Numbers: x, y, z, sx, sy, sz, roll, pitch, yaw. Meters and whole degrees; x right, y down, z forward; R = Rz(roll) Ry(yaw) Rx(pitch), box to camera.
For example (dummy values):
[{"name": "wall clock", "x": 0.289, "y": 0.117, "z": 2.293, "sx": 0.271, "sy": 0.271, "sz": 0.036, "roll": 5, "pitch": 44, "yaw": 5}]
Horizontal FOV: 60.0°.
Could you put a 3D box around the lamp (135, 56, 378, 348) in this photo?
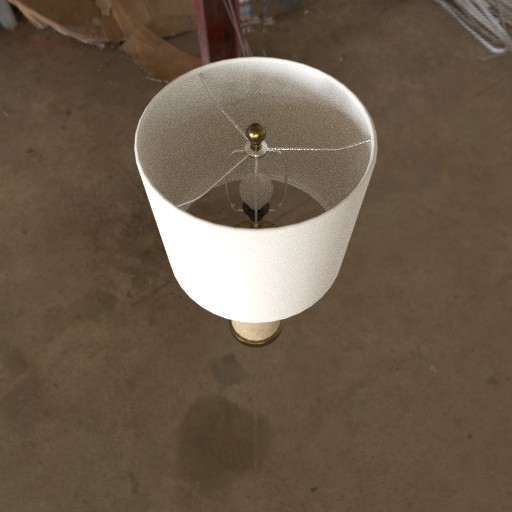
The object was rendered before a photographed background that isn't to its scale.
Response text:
[{"name": "lamp", "x": 0.000, "y": 0.000, "z": 0.822, "sx": 0.305, "sy": 0.634, "sz": 0.305, "roll": 0, "pitch": 59, "yaw": 0}]
